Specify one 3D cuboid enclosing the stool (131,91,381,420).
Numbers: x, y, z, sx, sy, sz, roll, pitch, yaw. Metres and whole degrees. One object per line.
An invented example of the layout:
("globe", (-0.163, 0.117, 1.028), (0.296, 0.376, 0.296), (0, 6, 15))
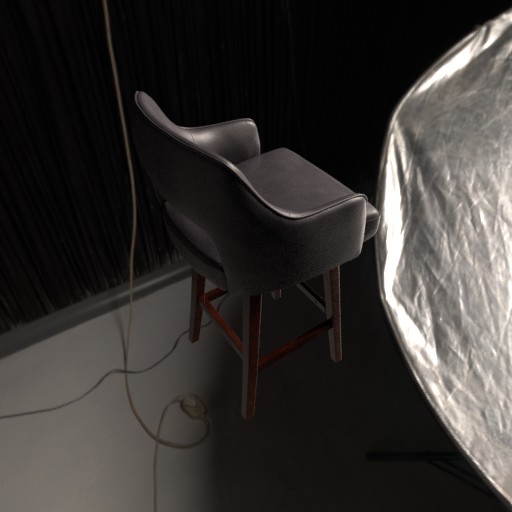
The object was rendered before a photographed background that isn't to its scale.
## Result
("stool", (0.000, 0.000, 1.387), (0.560, 1.041, 0.550), (-25, 48, -25))
